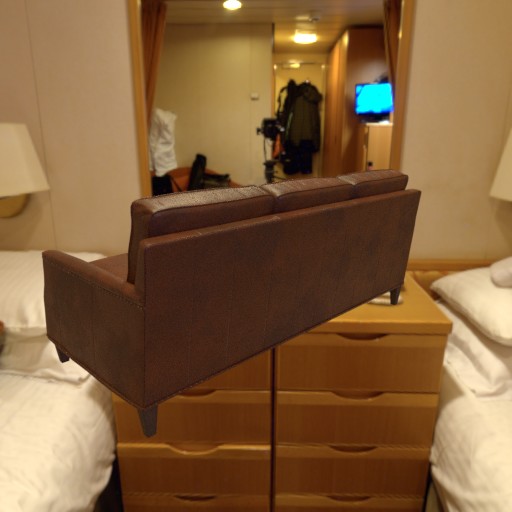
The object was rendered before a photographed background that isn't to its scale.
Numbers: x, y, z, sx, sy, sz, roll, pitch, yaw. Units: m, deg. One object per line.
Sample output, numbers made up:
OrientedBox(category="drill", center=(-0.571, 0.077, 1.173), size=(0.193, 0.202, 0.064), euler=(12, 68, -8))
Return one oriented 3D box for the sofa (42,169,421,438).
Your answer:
OrientedBox(category="sofa", center=(0.000, 0.000, 2.753), size=(2.240, 1.003, 1.084), euler=(-15, 22, -43))
